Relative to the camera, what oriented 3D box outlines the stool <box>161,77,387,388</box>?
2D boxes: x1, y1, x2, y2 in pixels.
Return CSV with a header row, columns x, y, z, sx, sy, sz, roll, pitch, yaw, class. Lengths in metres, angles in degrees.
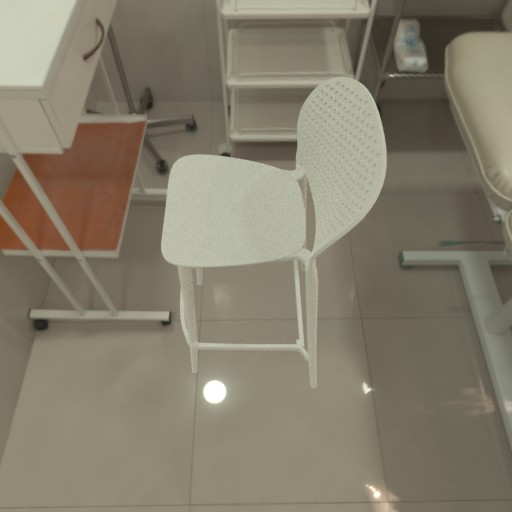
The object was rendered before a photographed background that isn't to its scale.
x,y,z,sx,sy,sz,roll,pitch,yaw,class
0.000,0.000,1.376,0.535,1.045,0.536,-1,58,0,stool
